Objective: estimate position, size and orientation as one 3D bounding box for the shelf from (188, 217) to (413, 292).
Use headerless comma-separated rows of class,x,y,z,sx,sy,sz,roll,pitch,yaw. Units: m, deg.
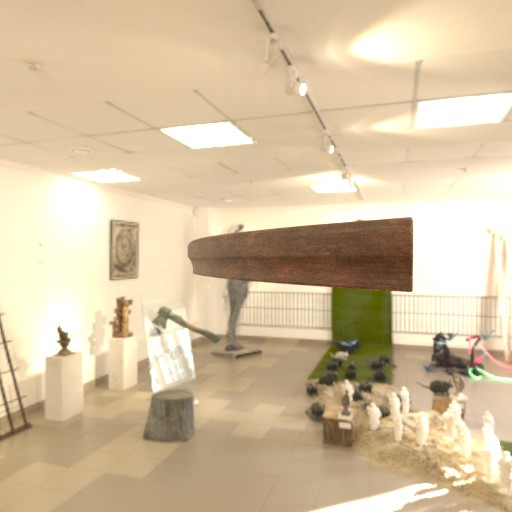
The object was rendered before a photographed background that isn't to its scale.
shelf,0.000,0.000,0.477,0.310,0.050,0.310,0,0,17
